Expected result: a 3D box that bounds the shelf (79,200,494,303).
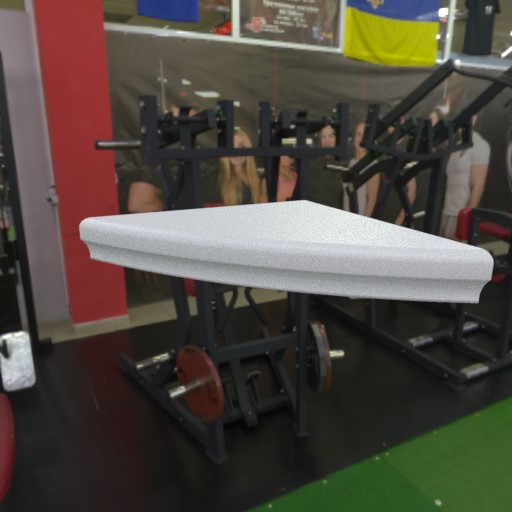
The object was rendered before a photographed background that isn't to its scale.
[{"bbox_3d":[0.000,0.000,0.454,0.310,0.050,0.310,-8,18,-25],"label":"shelf"}]
